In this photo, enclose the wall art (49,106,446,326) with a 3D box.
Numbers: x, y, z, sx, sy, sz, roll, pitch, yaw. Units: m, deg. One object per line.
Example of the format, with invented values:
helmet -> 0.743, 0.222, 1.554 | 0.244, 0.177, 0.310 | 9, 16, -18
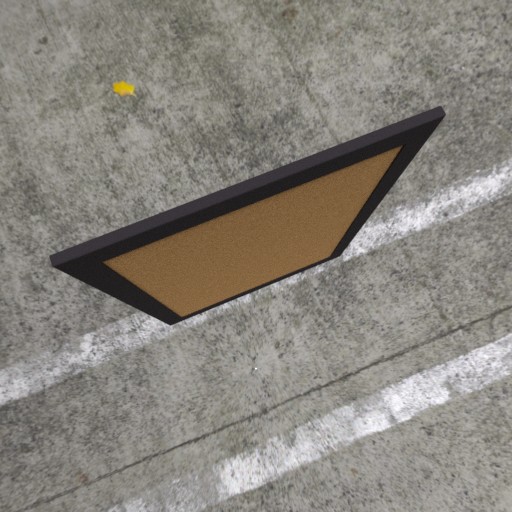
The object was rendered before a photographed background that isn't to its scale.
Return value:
wall art -> 0.000, 0.000, 0.646 | 0.374, 0.529, 0.012 | -22, 77, -5
